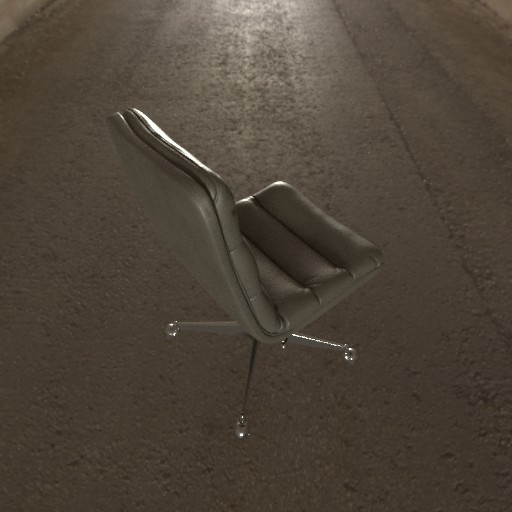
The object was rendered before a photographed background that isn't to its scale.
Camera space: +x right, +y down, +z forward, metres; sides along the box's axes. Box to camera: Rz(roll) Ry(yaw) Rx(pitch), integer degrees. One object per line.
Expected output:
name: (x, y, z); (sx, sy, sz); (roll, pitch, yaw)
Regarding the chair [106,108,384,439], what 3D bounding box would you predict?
chair: (0.000, 0.000, 1.056); (0.485, 0.738, 0.422); (-26, 48, -26)
